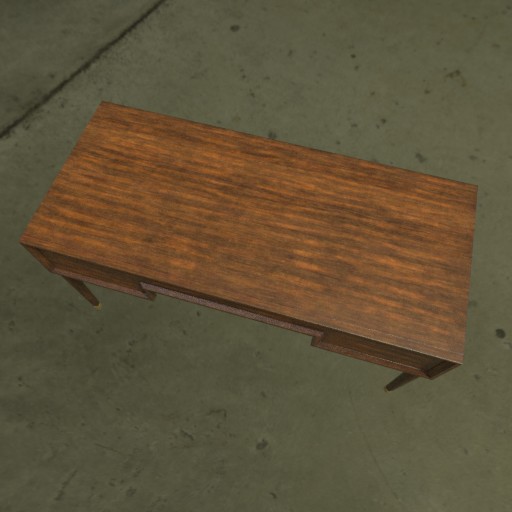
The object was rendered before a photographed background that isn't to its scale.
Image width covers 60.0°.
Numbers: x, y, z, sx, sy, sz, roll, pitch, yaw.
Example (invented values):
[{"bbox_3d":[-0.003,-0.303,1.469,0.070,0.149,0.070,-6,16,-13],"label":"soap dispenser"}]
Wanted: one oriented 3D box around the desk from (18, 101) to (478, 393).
[{"bbox_3d":[0.000,0.000,1.995,1.575,0.762,0.724,15,65,7],"label":"desk"}]
